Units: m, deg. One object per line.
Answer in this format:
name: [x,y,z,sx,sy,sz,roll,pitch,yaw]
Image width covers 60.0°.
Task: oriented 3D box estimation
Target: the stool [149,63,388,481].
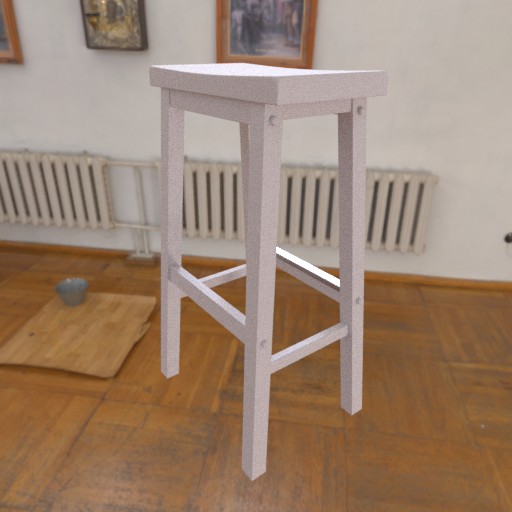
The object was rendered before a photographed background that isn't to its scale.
stool: [0.000,0.000,0.949,0.322,0.742,0.406,-18,31,-33]
